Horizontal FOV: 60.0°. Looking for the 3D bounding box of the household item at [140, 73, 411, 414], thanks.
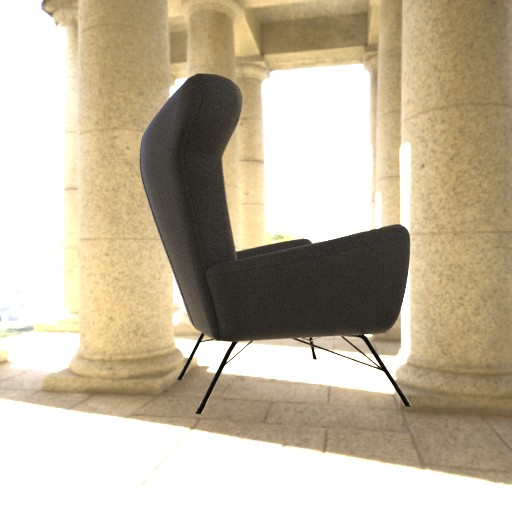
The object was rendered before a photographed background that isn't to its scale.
[{"bbox_3d":[0.000,0.000,1.766,0.900,1.050,0.980,0,0,-18],"label":"household item"}]
